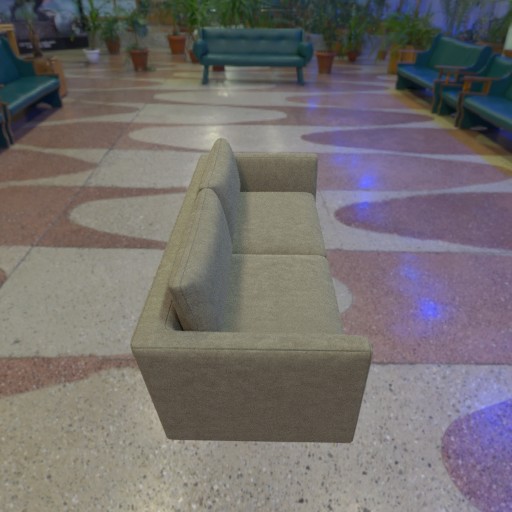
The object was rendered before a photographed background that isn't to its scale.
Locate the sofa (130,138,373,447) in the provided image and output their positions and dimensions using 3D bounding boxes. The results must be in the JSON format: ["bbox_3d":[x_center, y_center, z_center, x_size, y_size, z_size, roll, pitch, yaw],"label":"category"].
[{"bbox_3d":[0.000,0.000,2.590,0.889,0.864,2.121,1,32,1],"label":"sofa"}]
